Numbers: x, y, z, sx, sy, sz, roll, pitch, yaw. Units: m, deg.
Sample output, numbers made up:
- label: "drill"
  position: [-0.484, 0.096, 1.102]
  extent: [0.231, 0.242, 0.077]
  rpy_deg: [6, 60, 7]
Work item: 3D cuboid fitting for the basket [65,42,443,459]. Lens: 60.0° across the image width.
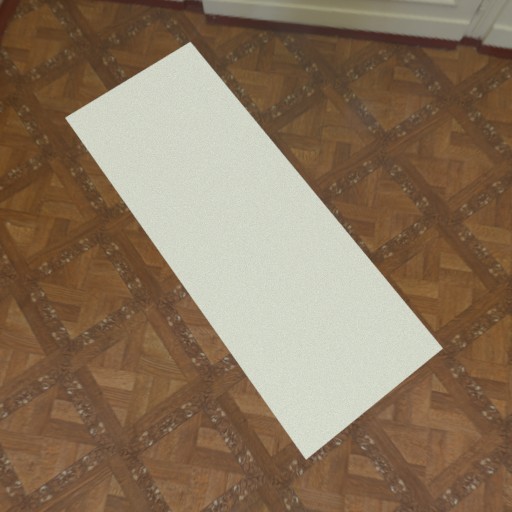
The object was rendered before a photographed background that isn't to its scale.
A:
- label: "basket"
  position: [0.000, 0.000, 1.147]
  extent: [0.376, 0.625, 0.792]
  rpy_deg: [-35, 78, -9]
